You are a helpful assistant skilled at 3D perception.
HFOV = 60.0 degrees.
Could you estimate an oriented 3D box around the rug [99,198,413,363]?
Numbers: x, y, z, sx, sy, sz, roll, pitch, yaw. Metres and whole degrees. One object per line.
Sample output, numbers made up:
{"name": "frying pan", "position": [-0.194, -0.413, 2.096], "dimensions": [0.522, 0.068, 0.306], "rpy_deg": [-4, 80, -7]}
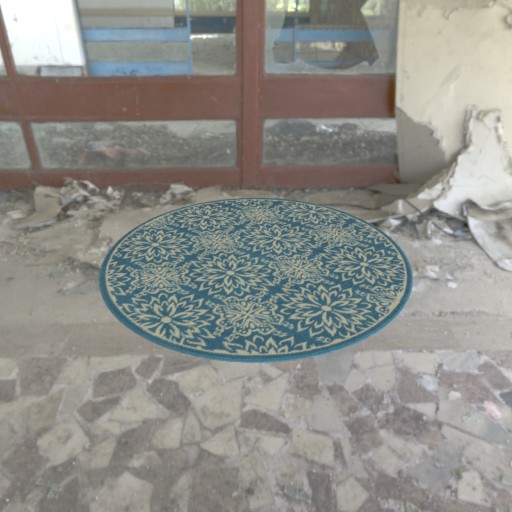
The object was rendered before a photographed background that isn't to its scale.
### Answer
{"name": "rug", "position": [0.000, 0.000, 2.349], "dimensions": [1.593, 0.012, 1.593], "rpy_deg": [0, 30, 0]}
